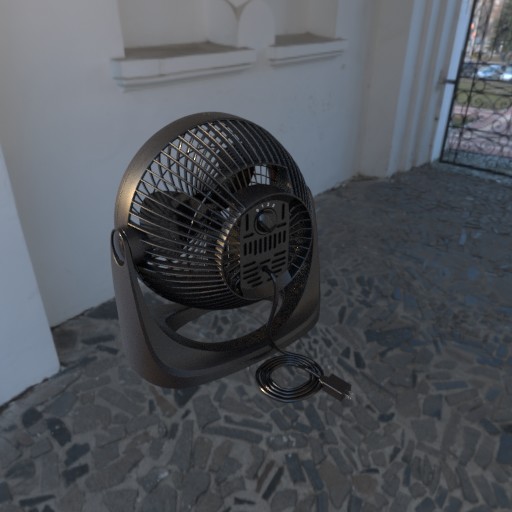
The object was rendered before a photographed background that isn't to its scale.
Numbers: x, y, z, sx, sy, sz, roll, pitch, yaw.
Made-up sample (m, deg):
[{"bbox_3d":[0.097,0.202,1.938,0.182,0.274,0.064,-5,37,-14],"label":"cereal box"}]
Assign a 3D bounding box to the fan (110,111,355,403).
[{"bbox_3d":[0.000,0.000,0.491,0.273,0.277,0.256,-19,34,-31],"label":"fan"}]
